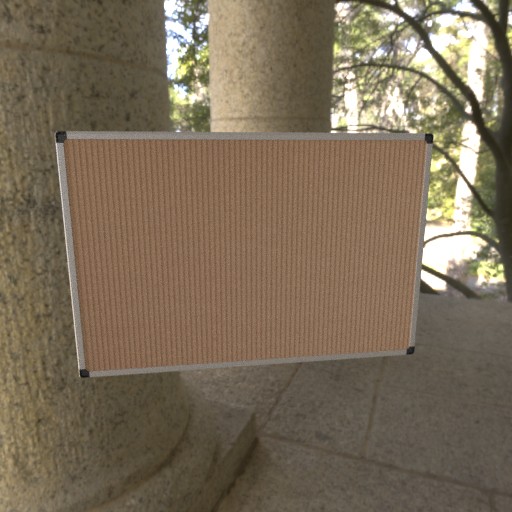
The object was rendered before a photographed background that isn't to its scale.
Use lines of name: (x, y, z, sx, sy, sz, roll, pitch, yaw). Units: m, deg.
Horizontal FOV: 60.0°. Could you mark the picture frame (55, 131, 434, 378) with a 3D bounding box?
picture frame: (0.000, 0.000, 1.114, 0.900, 0.600, 0.010, -2, 14, -8)
